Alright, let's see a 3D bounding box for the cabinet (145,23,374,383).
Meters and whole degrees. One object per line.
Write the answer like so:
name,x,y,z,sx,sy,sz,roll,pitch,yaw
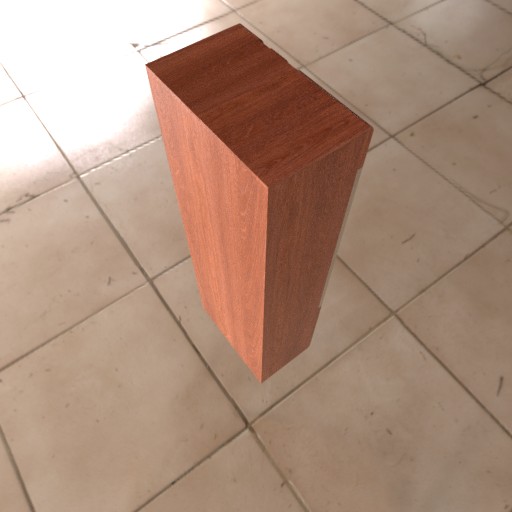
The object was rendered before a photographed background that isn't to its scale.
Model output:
cabinet,0.000,0.000,2.235,0.420,1.980,0.660,-33,64,-18
